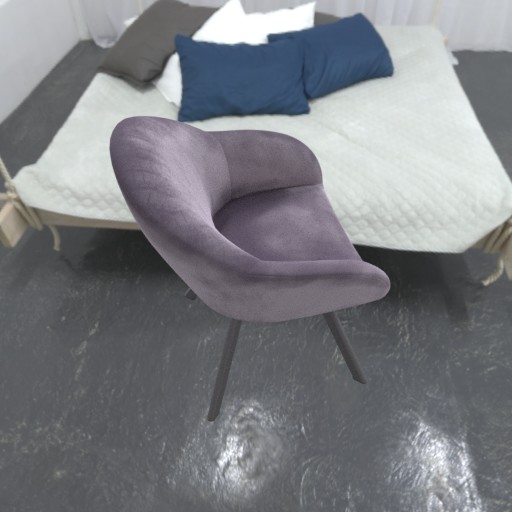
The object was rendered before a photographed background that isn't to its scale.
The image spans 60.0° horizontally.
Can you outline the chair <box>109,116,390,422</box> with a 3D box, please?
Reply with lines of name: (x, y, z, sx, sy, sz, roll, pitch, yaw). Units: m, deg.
chair: (0.000, 0.000, 1.188, 0.590, 0.795, 0.550, -11, 48, -10)
